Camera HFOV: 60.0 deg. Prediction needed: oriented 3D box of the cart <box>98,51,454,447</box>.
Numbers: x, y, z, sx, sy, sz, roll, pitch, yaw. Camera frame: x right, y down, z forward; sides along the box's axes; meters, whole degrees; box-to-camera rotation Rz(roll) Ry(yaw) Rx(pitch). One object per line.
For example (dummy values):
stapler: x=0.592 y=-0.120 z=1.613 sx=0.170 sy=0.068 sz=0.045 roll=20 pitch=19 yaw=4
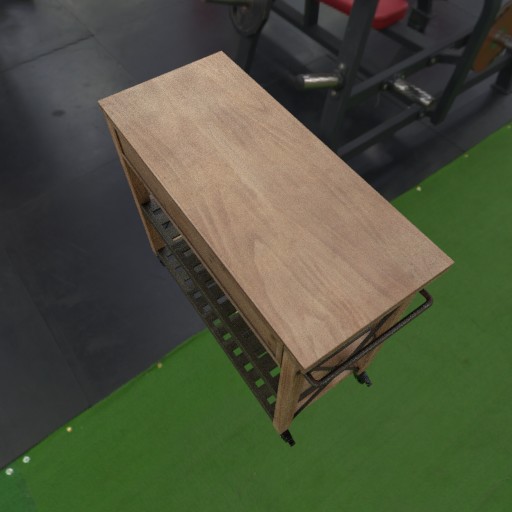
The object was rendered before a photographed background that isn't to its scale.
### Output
cart: x=0.000 y=0.000 z=0.995 sx=0.298 sy=0.554 sz=0.686 roll=-31 pitch=63 yaw=-18
